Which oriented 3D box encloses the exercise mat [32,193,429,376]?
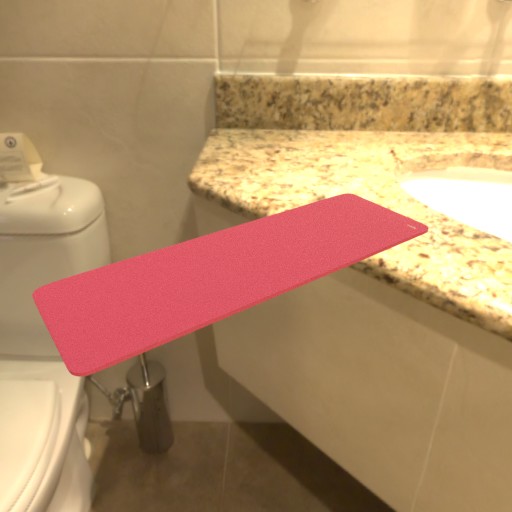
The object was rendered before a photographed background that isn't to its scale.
[{"bbox_3d":[0.000,0.000,2.106,1.884,0.021,0.616,-20,35,-30],"label":"exercise mat"}]
